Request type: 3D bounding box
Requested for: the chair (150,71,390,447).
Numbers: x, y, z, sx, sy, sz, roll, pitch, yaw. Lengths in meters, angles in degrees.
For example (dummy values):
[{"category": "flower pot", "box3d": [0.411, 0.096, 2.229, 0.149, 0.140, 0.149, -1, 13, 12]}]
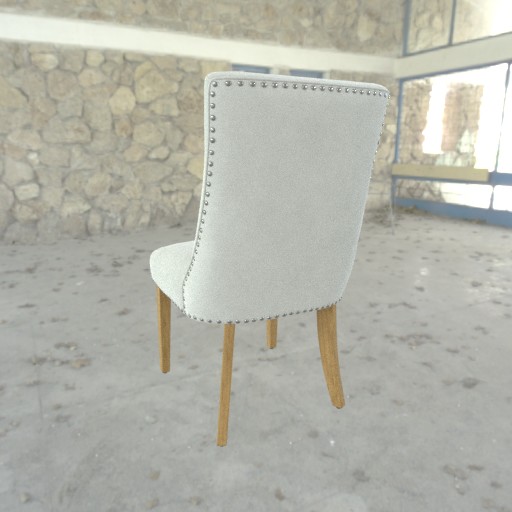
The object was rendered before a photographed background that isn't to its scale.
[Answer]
[{"category": "chair", "box3d": [0.000, 0.000, 1.288, 0.495, 0.902, 0.610, -7, 15, -27]}]
